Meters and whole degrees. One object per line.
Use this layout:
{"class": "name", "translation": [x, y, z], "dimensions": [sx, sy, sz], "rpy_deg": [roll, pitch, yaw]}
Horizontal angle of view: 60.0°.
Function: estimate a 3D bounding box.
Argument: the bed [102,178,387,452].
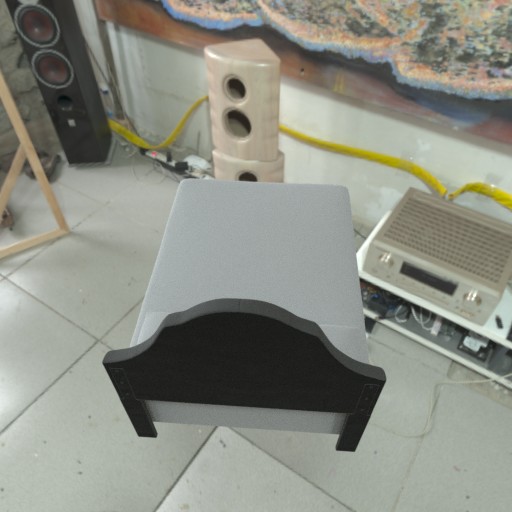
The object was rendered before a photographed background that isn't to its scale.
{"class": "bed", "translation": [0.000, 0.000, 3.269], "dimensions": [1.636, 1.575, 2.155], "rpy_deg": [3, 47, 3]}
